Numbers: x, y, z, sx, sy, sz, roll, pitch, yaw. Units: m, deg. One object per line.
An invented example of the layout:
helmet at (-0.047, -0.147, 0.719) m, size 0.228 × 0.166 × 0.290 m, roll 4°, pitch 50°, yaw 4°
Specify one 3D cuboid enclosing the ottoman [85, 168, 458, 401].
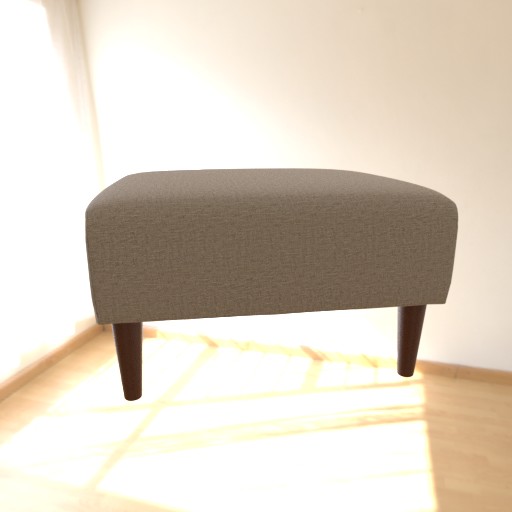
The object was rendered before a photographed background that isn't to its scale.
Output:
ottoman at (0.000, 0.000, 1.074) m, size 0.655 × 0.399 × 0.648 m, roll -2°, pitch 15°, yaw -9°
